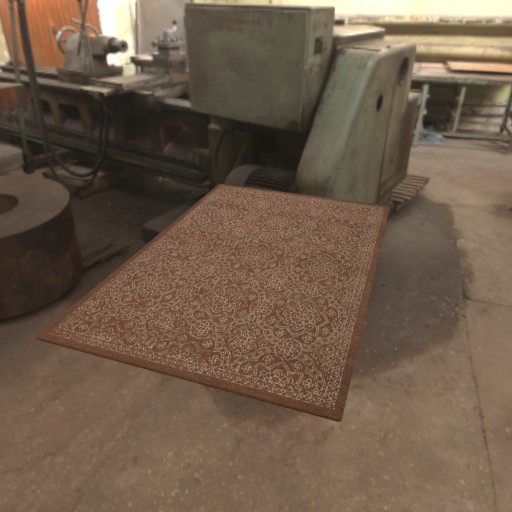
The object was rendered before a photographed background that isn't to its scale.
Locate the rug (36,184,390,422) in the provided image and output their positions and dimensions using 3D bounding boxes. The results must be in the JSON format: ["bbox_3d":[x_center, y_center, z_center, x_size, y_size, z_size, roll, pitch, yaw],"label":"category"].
[{"bbox_3d":[0.000,0.000,2.331,1.219,0.010,1.829,10,31,17],"label":"rug"}]
